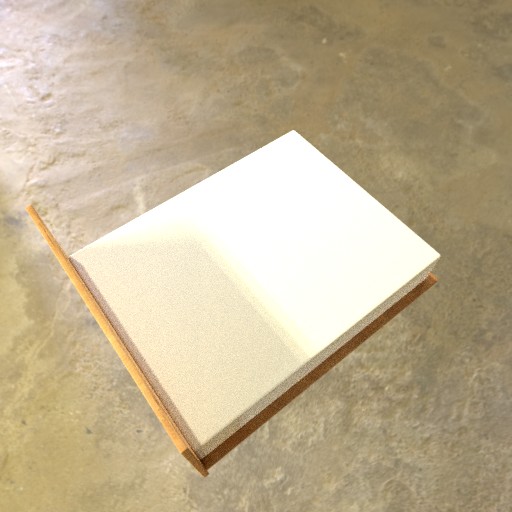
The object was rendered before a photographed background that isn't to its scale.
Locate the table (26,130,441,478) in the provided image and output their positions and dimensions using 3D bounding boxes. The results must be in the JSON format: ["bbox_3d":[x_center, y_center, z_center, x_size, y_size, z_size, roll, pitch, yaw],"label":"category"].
[{"bbox_3d":[0.000,0.000,3.066,2.149,1.041,1.707,-33,64,-19],"label":"table"}]
